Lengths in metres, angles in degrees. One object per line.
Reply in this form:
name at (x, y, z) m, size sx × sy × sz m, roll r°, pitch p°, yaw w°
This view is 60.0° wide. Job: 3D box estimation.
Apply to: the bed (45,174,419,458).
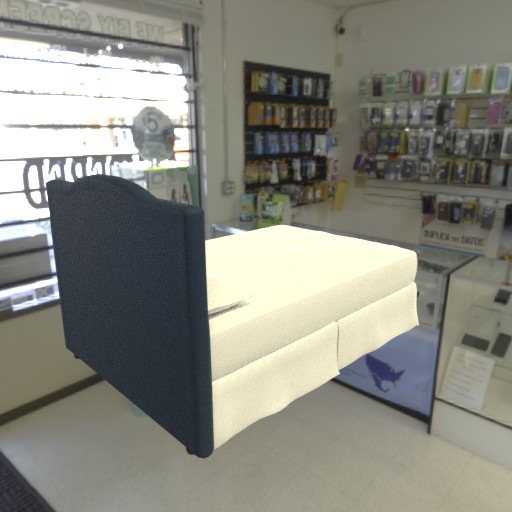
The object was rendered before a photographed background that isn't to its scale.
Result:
bed at (0.000, 0.000, 3.530) m, size 2.507 × 1.441 × 1.741 m, roll -15°, pitch 22°, yaw -42°
